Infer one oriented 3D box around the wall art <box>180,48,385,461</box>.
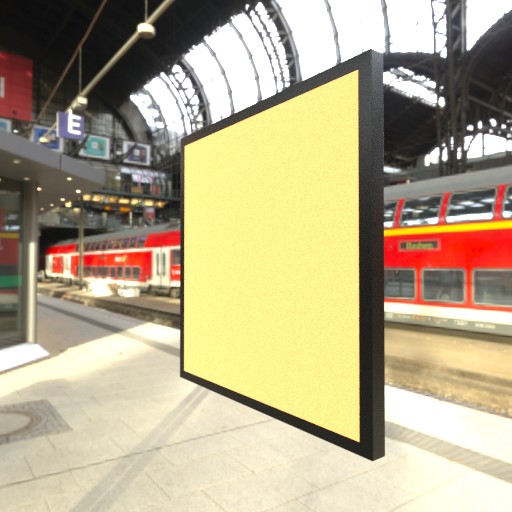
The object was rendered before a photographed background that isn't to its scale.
[{"bbox_3d":[0.000,0.000,1.127,0.038,0.761,0.755,1,-1,-37],"label":"wall art"}]
